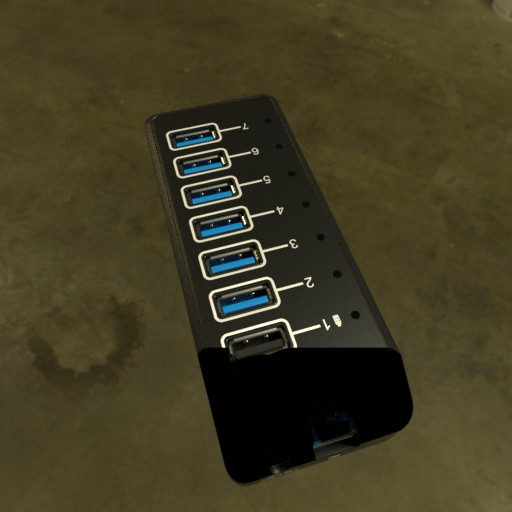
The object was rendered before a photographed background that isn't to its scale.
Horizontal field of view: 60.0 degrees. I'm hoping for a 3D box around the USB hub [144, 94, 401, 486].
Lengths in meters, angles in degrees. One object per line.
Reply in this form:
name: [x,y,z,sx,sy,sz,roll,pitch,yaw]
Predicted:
USB hub: [0.000,0.000,0.127,0.044,0.023,0.110,-14,59,-9]
